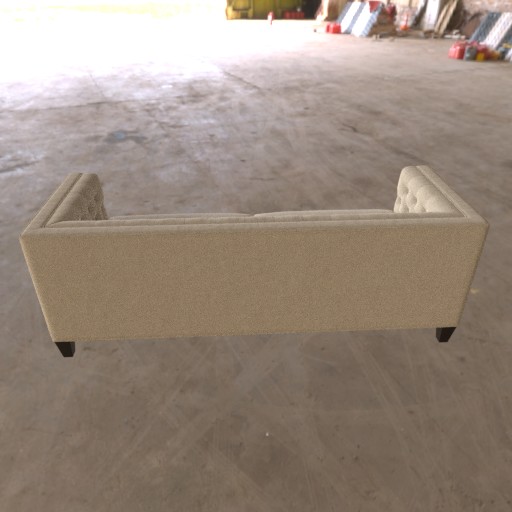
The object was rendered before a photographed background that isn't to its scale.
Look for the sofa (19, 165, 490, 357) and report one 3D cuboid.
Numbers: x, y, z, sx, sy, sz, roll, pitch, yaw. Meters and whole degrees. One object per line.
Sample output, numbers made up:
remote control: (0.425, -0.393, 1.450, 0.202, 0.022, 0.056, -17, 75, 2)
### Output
sofa: (0.000, 0.000, 2.533, 2.159, 0.762, 0.775, -2, 32, -3)
